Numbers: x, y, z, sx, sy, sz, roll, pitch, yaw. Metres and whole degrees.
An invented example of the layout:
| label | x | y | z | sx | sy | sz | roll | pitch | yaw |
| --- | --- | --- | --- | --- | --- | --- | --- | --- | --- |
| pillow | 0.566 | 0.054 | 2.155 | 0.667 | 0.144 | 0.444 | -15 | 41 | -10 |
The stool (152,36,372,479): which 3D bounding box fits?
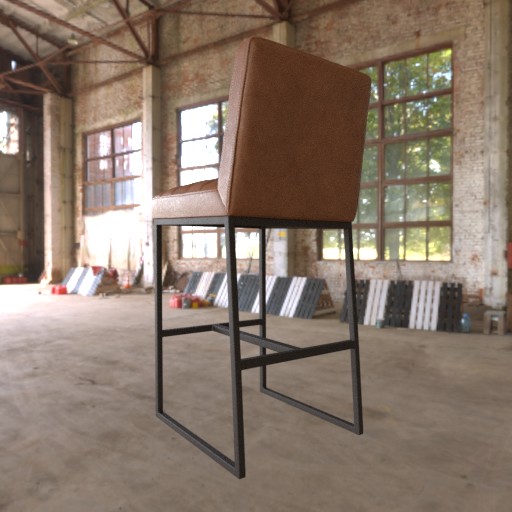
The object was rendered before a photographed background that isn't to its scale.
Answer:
| label | x | y | z | sx | sy | sz | roll | pitch | yaw |
| --- | --- | --- | --- | --- | --- | --- | --- | --- | --- |
| stool | 0.000 | 0.000 | 1.350 | 0.458 | 1.040 | 0.556 | -1 | 1 | -36 |
